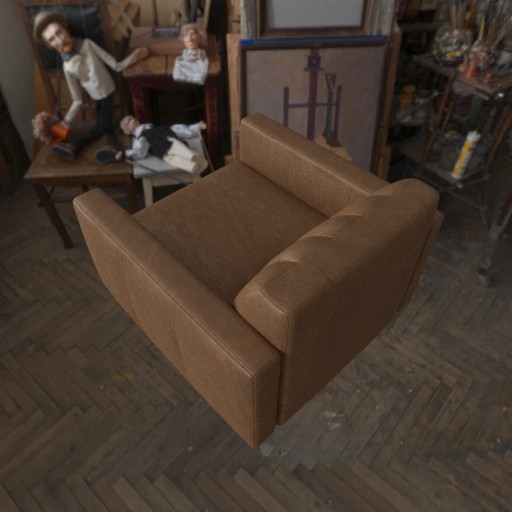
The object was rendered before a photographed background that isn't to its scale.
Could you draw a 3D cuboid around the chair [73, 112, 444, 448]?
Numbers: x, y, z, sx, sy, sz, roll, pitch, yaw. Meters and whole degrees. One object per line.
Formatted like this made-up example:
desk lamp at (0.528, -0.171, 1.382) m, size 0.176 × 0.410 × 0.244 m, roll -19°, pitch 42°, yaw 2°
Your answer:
chair at (0.000, 0.000, 1.713) m, size 0.953 × 0.819 × 0.998 m, roll -34°, pitch 56°, yaw -28°
